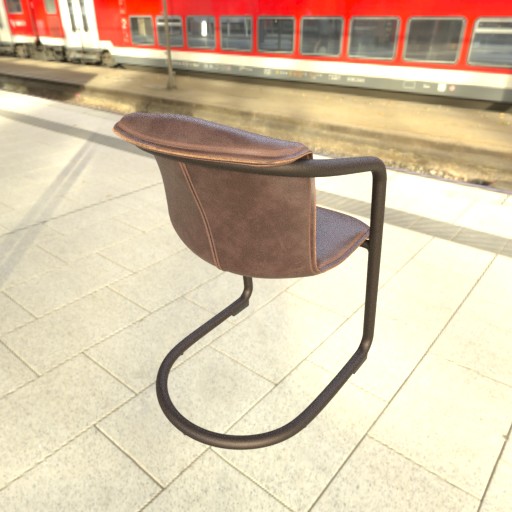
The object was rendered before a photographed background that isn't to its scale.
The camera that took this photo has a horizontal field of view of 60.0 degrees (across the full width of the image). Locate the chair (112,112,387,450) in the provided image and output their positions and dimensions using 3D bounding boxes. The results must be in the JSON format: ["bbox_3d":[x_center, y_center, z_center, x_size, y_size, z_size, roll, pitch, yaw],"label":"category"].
[{"bbox_3d":[0.000,0.000,1.233,0.536,0.836,0.664,20,35,32],"label":"chair"}]
